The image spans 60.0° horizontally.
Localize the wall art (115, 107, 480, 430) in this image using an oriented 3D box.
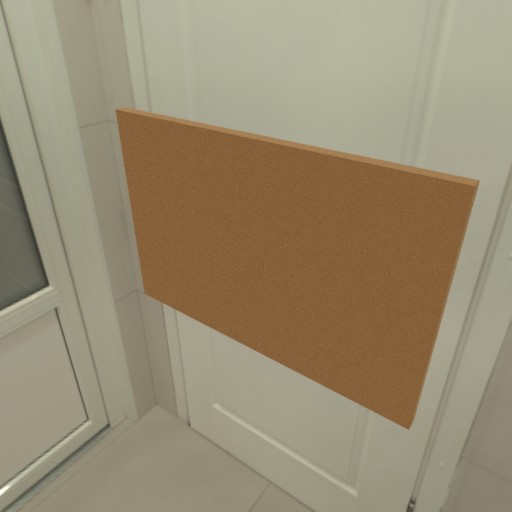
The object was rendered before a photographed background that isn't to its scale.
[{"bbox_3d":[0.000,0.000,1.126,0.915,0.608,0.033,21,37,31],"label":"wall art"}]
